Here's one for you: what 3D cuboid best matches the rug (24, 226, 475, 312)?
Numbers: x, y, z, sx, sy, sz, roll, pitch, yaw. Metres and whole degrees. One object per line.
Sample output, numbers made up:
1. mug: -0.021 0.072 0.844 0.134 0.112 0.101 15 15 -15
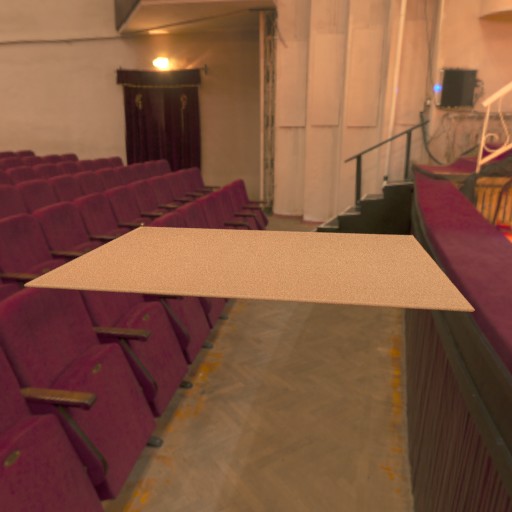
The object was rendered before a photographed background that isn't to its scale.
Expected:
1. rug: 0.000 0.000 2.892 2.244 0.017 1.532 2 16 9
